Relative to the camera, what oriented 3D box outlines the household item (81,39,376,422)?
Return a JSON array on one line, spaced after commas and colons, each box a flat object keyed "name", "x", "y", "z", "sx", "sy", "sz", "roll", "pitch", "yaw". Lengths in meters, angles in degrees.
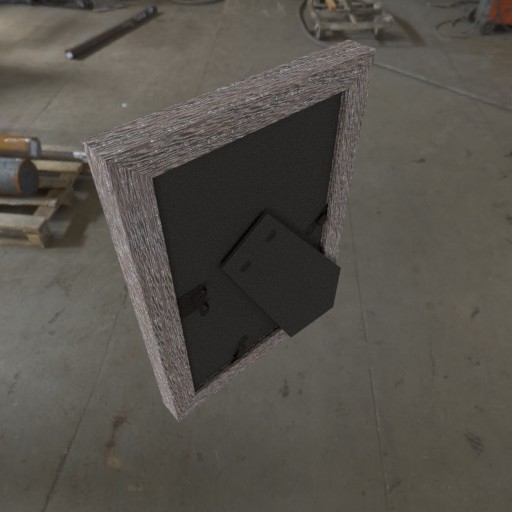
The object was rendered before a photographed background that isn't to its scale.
[{"name": "household item", "x": 0.000, "y": 0.000, "z": 0.232, "sx": 0.133, "sy": 0.180, "sz": 0.020, "roll": -32, "pitch": 53, "yaw": -28}]
